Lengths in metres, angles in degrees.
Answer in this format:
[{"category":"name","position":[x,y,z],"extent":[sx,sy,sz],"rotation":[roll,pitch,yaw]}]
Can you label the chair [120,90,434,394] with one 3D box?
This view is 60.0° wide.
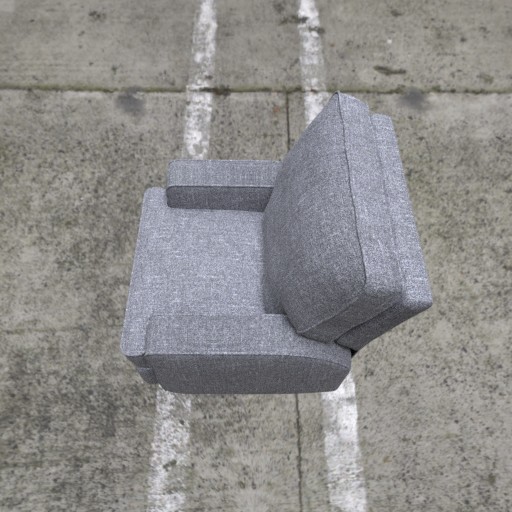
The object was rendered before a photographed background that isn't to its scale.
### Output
[{"category":"chair","position":[0.000,0.000,1.690],"extent":[0.964,0.962,0.861],"rotation":[0,59,0]}]
